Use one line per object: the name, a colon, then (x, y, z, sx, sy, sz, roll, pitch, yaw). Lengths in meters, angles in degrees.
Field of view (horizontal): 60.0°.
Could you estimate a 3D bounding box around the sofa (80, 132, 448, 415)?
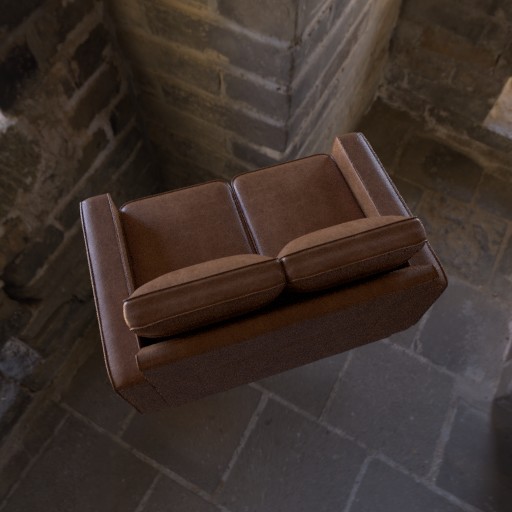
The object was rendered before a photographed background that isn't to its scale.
sofa: (0.000, 0.000, 2.191, 1.532, 0.896, 1.020, -16, 62, -9)
